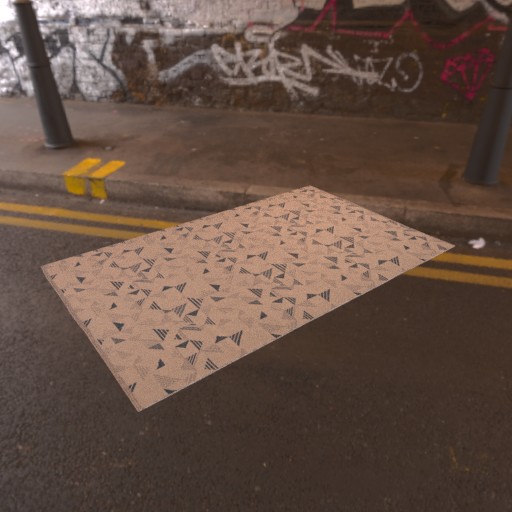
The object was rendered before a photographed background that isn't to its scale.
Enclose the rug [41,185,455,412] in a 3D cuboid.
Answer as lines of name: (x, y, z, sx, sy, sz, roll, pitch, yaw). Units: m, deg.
rug: (0.000, 0.000, 3.060, 2.457, 0.009, 1.512, -21, 36, -32)
